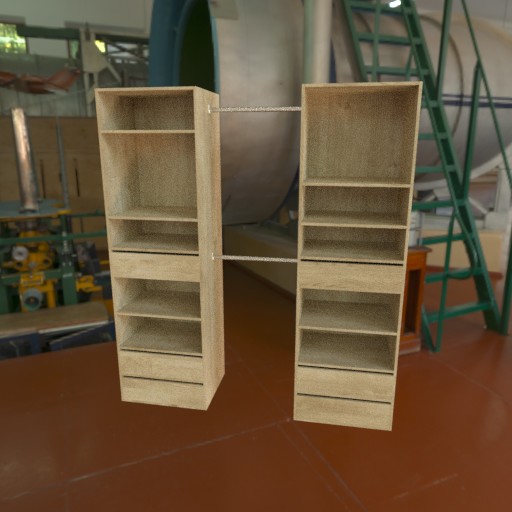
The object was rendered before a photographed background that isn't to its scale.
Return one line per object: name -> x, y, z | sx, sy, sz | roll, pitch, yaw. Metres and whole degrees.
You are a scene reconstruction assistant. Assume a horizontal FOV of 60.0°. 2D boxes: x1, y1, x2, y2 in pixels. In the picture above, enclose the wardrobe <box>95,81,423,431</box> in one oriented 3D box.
wardrobe -> 0.000, 0.000, 2.836 | 1.770, 2.000, 0.480 | 3, 15, 10
